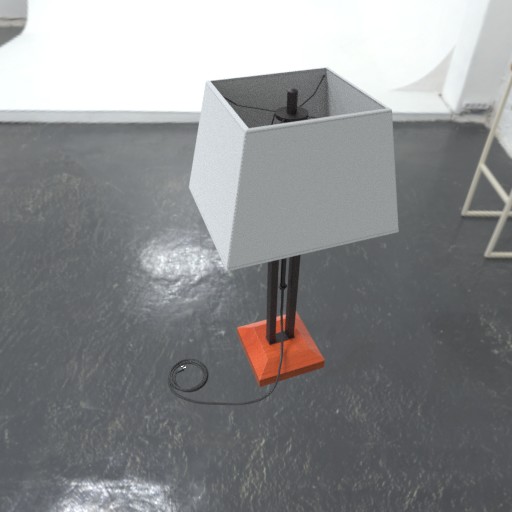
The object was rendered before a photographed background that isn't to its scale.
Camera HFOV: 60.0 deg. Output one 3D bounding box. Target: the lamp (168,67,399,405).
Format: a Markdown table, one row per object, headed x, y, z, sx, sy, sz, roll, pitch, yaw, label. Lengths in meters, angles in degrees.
| x | y | z | sx | sy | sz | roll | pitch | yaw | label |
| --- | --- | --- | --- | --- | --- | --- | --- | --- | --- |
| 0.000 | 0.000 | 1.007 | 0.498 | 0.737 | 0.310 | -12 | 41 | -15 | lamp |
